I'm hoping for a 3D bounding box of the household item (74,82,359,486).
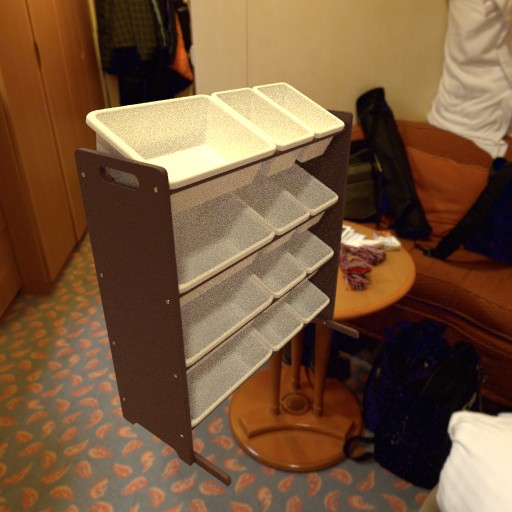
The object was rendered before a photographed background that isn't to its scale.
[{"bbox_3d":[0.000,0.000,1.281,0.389,0.864,0.787,19,32,32],"label":"household item"}]
